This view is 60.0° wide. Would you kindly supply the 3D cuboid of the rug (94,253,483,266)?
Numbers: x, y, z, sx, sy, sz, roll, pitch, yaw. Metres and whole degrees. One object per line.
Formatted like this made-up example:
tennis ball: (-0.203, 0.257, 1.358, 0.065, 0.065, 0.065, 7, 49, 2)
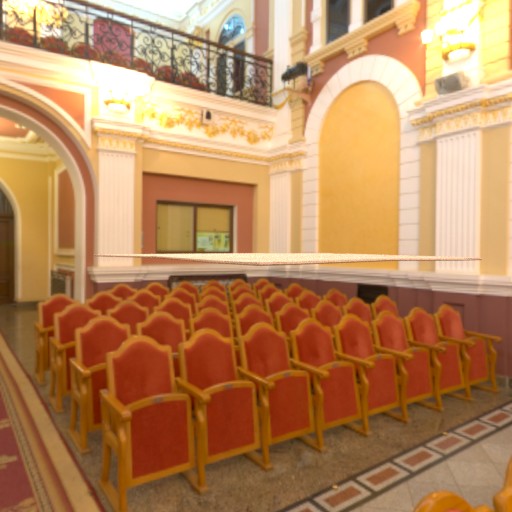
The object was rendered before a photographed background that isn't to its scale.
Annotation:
rug: (0.000, 0.000, 3.057, 1.574, 0.029, 2.346, -1, 1, -34)
